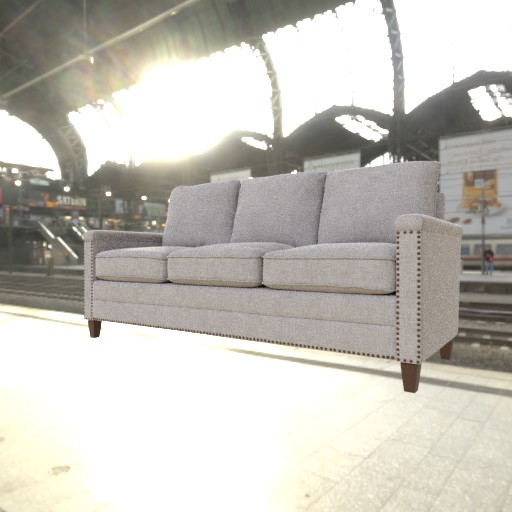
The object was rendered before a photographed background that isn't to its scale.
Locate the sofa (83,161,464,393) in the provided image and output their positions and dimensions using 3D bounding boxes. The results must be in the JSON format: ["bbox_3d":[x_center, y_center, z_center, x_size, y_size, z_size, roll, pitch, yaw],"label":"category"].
[{"bbox_3d":[0.000,0.000,2.375,1.925,0.959,0.828,0,0,34],"label":"sofa"}]
